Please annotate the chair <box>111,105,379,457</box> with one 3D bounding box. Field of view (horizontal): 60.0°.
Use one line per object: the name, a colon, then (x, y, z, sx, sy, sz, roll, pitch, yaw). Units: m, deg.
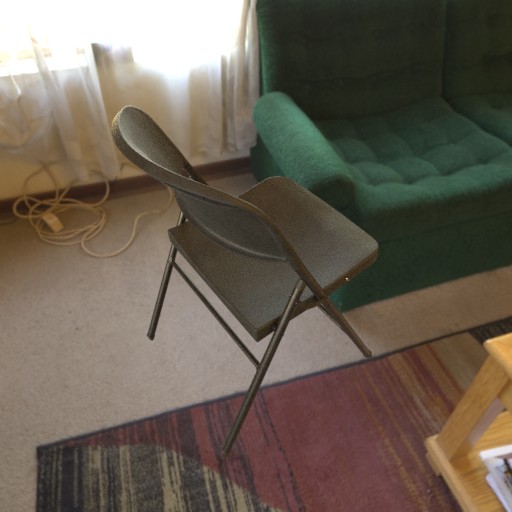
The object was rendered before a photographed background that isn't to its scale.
chair: (0.000, 0.000, 1.163, 0.566, 0.810, 0.494, -26, 49, -25)
